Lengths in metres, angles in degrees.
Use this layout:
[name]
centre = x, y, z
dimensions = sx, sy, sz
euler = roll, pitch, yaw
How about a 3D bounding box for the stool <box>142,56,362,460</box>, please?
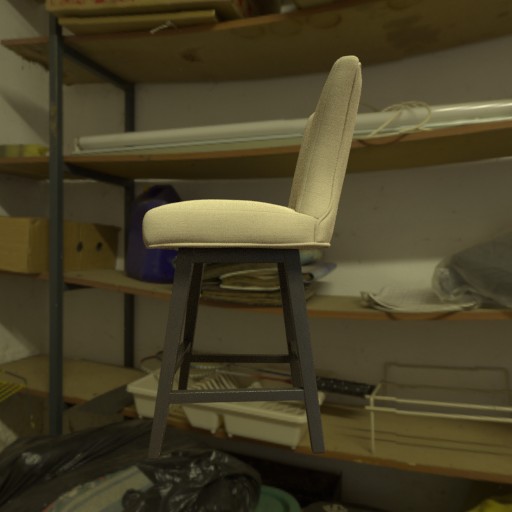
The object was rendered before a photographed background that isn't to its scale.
[stool]
centre = 0.000, 0.000, 1.335
dimensions = 0.574, 1.000, 0.514
euler = 0, 0, -1
